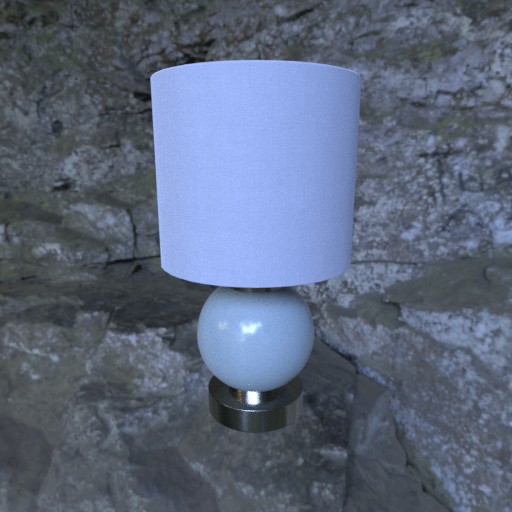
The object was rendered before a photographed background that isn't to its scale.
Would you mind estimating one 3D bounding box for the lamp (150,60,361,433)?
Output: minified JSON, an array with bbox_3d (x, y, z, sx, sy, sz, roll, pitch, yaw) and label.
[{"bbox_3d":[0.000,0.000,0.473,0.201,0.353,0.201,13,18,42],"label":"lamp"}]
